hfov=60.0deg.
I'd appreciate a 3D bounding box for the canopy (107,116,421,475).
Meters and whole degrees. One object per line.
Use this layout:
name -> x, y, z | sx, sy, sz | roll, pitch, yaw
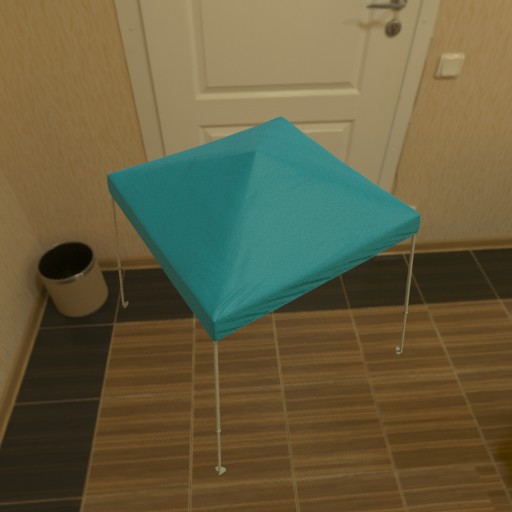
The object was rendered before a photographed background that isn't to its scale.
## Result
canopy -> 0.000, 0.000, 6.606 | 3.600, 3.600, 3.599 | -25, 51, -23
